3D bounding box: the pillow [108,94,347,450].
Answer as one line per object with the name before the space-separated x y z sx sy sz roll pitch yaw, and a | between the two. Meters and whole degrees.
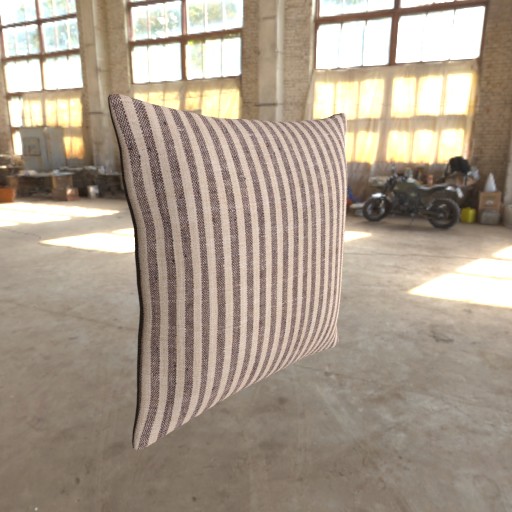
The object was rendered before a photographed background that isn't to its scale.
pillow | 0.000 0.000 0.781 0.523 0.506 0.166 -14 20 -43
